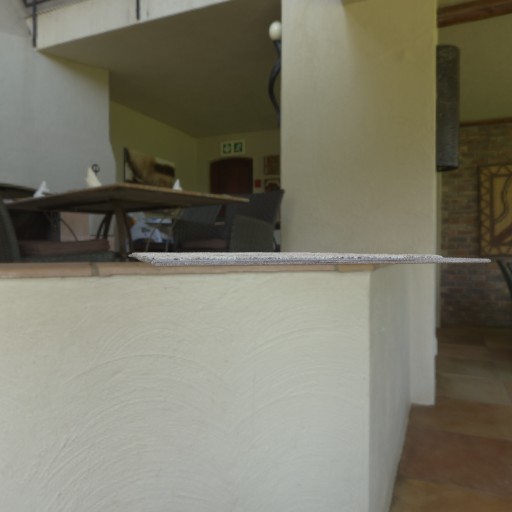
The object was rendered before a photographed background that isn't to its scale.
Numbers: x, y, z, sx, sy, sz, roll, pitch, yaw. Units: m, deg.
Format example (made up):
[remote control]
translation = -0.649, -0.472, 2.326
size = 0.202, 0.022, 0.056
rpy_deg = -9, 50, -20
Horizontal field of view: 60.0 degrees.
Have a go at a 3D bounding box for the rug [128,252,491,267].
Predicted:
[rug]
translation = 0.000, 0.000, 2.305
size = 1.222, 0.030, 1.823
rpy_deg = 0, 1, -18
